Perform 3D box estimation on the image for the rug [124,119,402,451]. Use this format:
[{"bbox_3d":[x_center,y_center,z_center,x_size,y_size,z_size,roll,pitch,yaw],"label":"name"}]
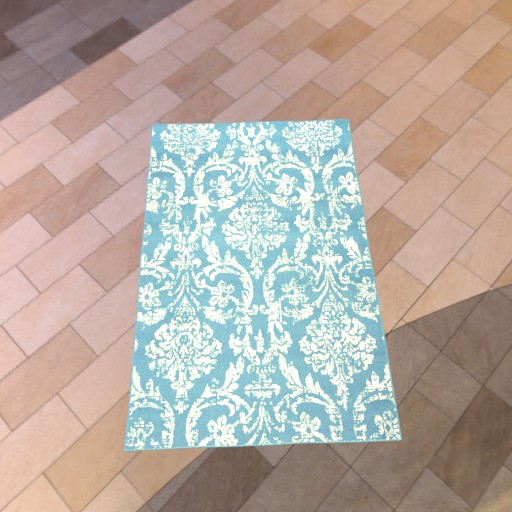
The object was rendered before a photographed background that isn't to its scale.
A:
[{"bbox_3d":[0.000,0.000,2.322,1.211,0.012,1.833,-2,64,-1],"label":"rug"}]
